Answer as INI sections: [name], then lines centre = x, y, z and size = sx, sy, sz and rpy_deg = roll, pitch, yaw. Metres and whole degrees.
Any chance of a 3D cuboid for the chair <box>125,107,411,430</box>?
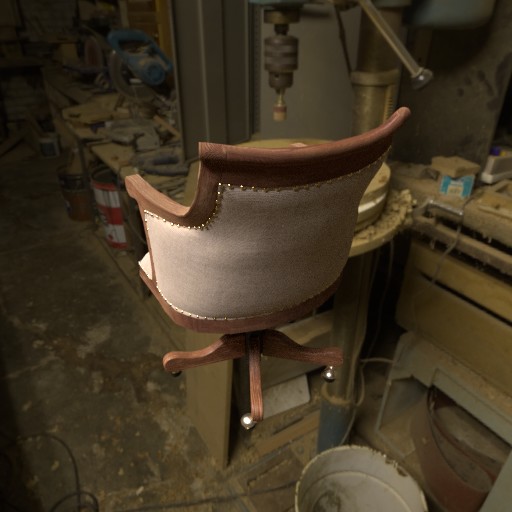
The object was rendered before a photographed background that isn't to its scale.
[chair]
centre = 0.000, 0.000, 1.446
size = 0.656, 0.965, 0.689
rpy_deg = -18, 35, -28
